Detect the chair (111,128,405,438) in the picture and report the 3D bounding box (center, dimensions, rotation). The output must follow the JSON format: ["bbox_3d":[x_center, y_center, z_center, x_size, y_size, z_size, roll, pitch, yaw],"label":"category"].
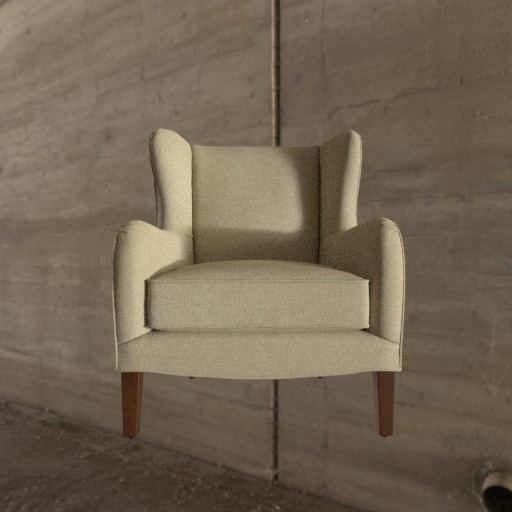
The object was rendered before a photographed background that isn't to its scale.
[{"bbox_3d":[0.000,0.000,1.683,0.838,1.040,0.966,0,0,-1],"label":"chair"}]
